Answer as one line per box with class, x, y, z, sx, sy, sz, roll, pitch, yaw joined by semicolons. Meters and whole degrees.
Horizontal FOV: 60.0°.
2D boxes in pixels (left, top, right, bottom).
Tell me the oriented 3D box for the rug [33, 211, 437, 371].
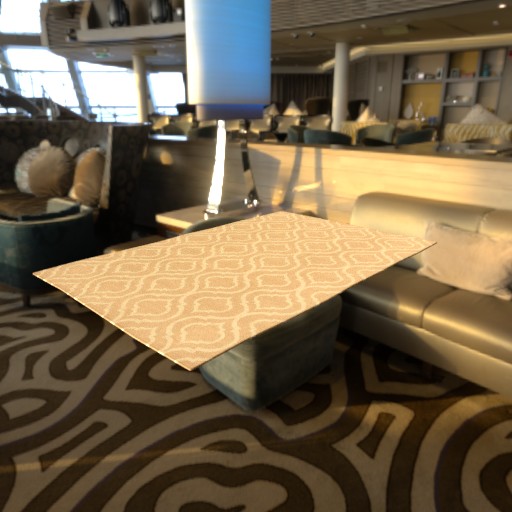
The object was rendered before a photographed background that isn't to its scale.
rug;0.000;0.000;2.243;1.152;0.013;1.761;17;25;41
